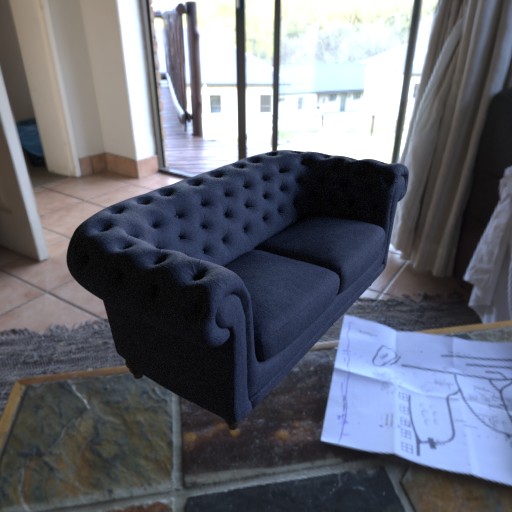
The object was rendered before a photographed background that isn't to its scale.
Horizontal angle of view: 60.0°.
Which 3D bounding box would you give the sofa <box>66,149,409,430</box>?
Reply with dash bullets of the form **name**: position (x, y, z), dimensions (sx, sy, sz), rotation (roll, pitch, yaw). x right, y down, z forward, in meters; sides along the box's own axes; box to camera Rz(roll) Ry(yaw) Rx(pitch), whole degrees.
- **sofa**: position (0.000, 0.000, 2.512), dimensions (1.082, 0.833, 1.988), rotation (18, 32, 31)
